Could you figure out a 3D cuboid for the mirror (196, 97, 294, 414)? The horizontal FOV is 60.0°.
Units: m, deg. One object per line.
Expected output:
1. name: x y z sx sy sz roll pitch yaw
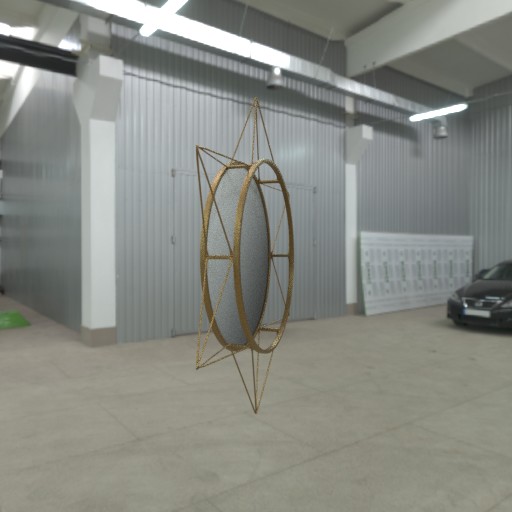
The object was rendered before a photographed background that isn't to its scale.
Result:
1. mirror: 0.000 0.000 0.813 0.062 0.581 0.498 0 0 18
